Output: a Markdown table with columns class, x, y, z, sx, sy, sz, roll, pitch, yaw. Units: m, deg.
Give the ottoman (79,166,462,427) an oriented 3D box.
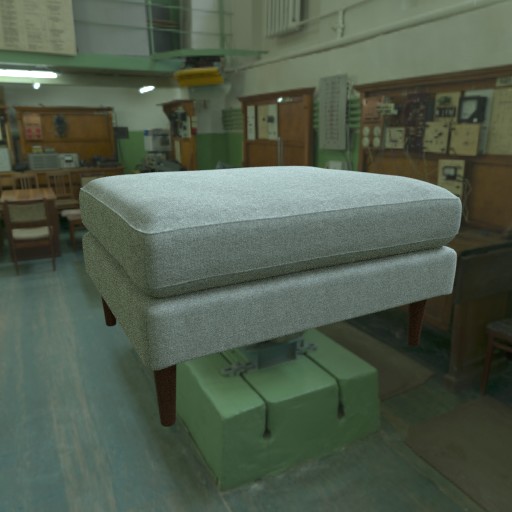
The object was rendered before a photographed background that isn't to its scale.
| class | x | y | z | sx | sy | sz | roll | pitch | yaw |
| --- | --- | --- | --- | --- | --- | --- | --- | --- | --- |
| ottoman | 0.000 | 0.000 | 1.240 | 0.821 | 0.474 | 0.693 | -9 | 18 | -28 |
